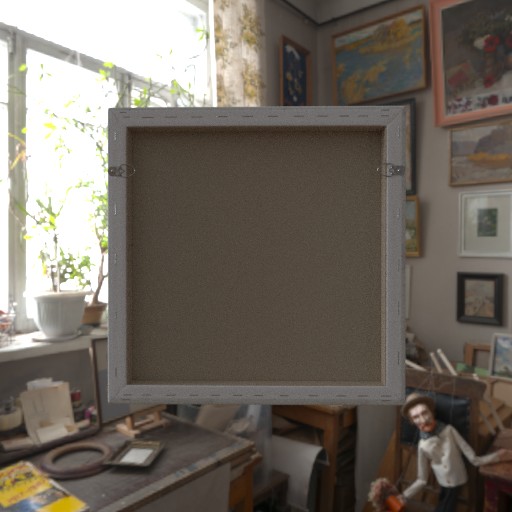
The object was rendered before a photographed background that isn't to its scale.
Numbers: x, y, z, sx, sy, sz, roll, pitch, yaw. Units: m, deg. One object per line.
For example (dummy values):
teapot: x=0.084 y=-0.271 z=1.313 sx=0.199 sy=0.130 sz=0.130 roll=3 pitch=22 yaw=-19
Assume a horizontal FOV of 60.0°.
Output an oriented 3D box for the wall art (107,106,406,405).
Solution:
wall art: x=0.000 y=0.000 z=0.921 sx=0.610 sy=0.611 sz=0.040 roll=0 pitch=0 yaw=1
